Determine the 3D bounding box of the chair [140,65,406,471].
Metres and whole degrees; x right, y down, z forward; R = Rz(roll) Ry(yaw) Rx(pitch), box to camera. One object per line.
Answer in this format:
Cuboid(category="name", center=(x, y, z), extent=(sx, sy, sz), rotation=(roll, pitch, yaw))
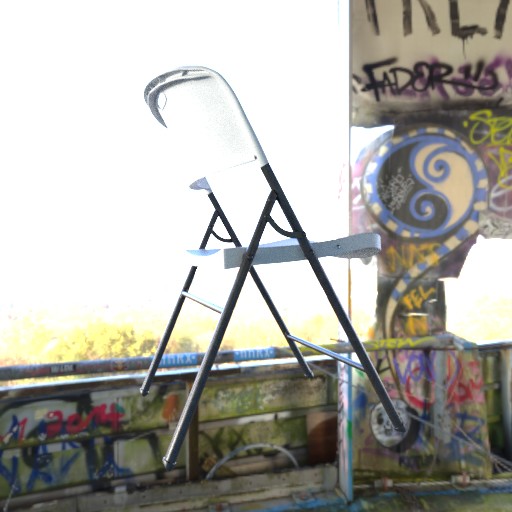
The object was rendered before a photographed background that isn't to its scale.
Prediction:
Cuboid(category="chair", center=(0.000, 0.000, 1.152), extent=(0.566, 0.810, 0.494), rotation=(0, 0, -20))
